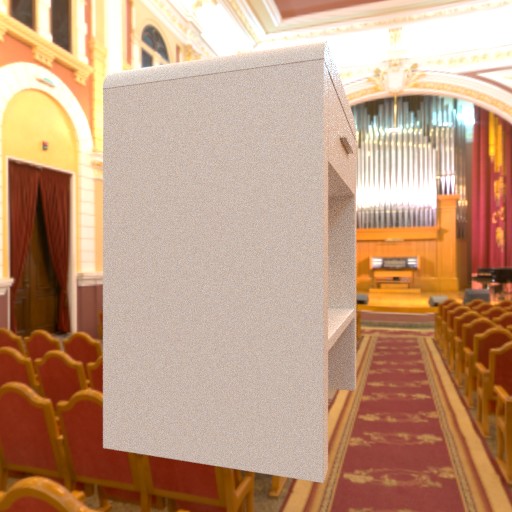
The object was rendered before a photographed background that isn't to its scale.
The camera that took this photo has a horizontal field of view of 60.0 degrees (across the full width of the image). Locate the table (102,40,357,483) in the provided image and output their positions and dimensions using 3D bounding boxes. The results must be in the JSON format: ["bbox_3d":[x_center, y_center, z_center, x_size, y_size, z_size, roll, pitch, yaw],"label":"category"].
[{"bbox_3d":[0.000,0.000,0.840,0.350,0.590,0.450,0,0,18],"label":"table"}]
